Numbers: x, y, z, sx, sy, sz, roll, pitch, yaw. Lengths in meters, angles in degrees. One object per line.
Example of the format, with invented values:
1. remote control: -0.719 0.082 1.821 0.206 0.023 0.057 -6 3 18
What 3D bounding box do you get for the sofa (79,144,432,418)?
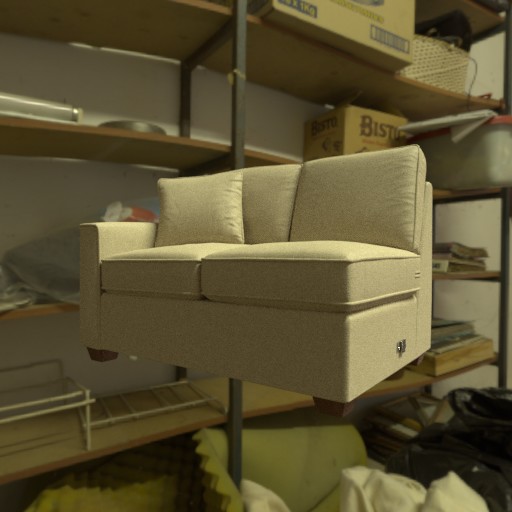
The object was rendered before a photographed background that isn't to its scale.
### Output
1. sofa: 0.000 0.000 2.072 1.388 0.989 0.991 0 1 35
